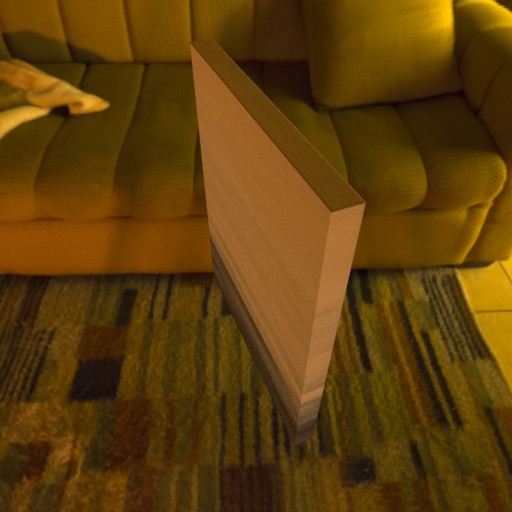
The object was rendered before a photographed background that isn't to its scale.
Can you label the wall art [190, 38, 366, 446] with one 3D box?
[{"bbox_3d":[0.000,0.000,0.828,0.040,0.608,0.489,-17,48,-16],"label":"wall art"}]
